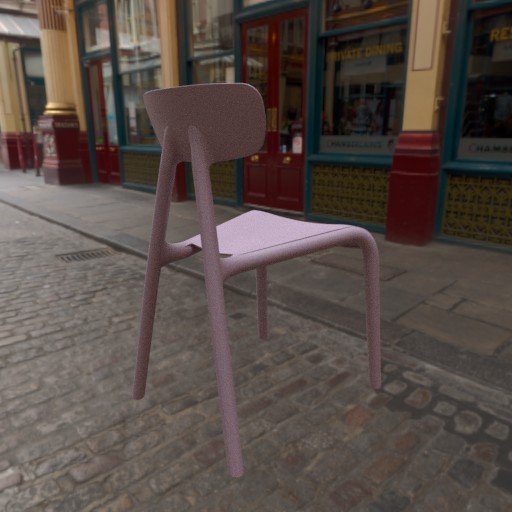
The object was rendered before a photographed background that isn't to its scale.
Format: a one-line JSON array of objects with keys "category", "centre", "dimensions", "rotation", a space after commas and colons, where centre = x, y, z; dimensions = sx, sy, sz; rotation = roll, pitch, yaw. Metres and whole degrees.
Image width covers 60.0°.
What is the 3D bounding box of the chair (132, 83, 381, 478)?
[{"category": "chair", "centre": [0.000, 0.000, 0.849], "dimensions": [0.401, 0.580, 0.356], "rotation": [-14, 20, -43]}]
